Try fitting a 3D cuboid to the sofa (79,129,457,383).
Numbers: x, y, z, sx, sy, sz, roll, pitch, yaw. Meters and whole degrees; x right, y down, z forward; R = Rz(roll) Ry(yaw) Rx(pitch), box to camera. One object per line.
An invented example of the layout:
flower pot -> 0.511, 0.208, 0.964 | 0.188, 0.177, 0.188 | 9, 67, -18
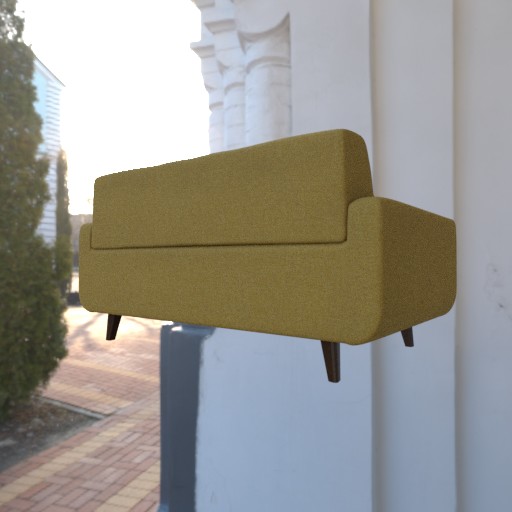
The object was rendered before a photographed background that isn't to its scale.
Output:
sofa -> 0.000, 0.000, 2.153 | 1.631, 0.841, 0.909 | 0, -1, 37
